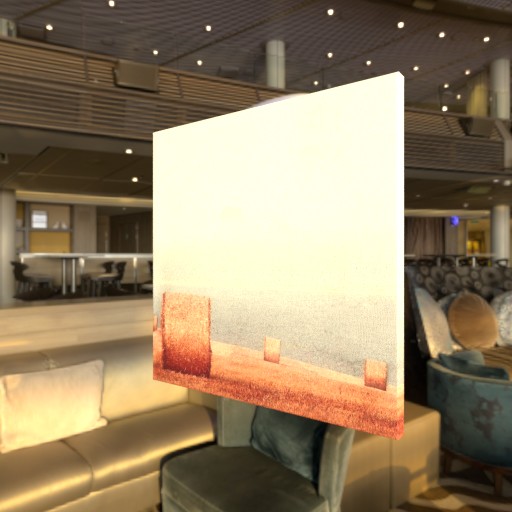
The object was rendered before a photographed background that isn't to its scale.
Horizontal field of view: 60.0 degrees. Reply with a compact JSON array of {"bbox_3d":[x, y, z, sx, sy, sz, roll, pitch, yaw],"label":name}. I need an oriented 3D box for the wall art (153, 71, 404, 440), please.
[{"bbox_3d":[0.000,0.000,0.919,0.605,0.605,0.034,0,0,36],"label":"wall art"}]
